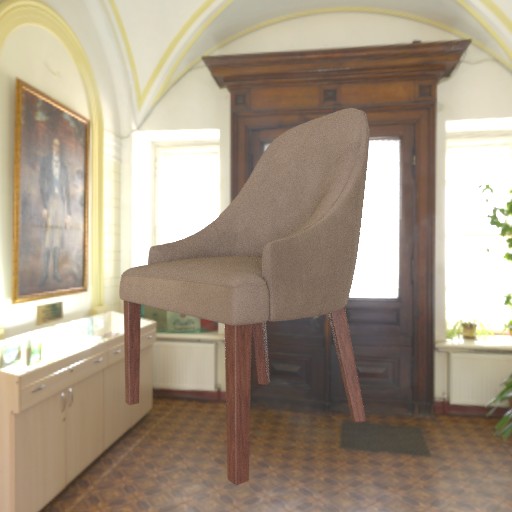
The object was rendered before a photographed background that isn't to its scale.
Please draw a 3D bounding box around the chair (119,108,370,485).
[{"bbox_3d":[0.000,0.000,1.260,0.575,0.889,0.643,0,0,-36],"label":"chair"}]
